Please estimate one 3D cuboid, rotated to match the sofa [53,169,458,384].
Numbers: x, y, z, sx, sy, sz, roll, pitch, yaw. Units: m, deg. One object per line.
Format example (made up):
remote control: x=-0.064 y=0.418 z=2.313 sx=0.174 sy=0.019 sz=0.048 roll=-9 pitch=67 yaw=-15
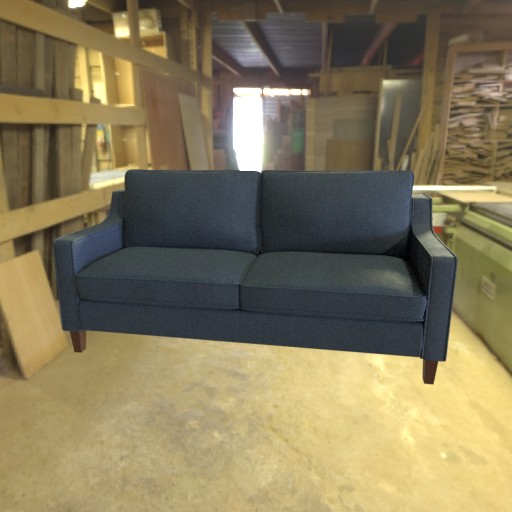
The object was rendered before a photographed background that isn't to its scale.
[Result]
sofa: x=0.000 y=0.000 z=2.850 sx=2.178 sy=1.071 sz=1.066 roll=3 pitch=15 yaw=10
